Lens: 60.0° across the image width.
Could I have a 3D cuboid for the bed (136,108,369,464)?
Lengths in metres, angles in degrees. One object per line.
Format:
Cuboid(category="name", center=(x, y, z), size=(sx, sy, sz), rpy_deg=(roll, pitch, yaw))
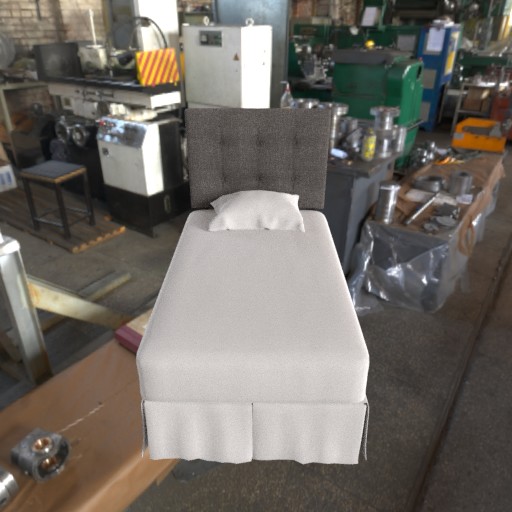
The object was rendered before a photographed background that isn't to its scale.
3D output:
Cuboid(category="bed", center=(0.000, 0.000, 2.961), size=(1.261, 1.571, 1.997), rpy_deg=(0, 28, 1))
